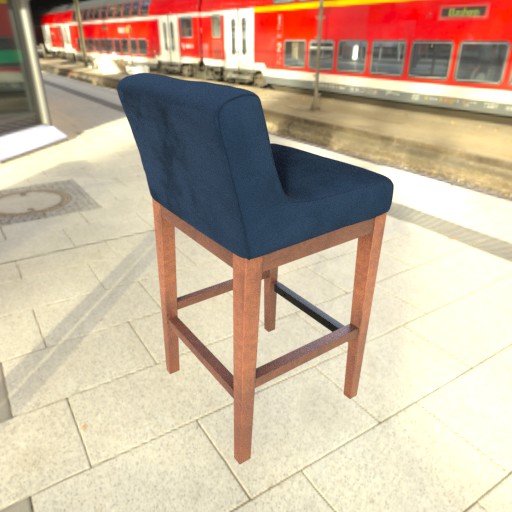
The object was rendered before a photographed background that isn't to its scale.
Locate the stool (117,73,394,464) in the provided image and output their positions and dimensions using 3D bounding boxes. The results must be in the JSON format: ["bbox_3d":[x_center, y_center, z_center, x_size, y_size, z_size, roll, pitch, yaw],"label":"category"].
[{"bbox_3d":[0.000,0.000,1.244,0.516,0.945,0.511,-17,31,-31],"label":"stool"}]
